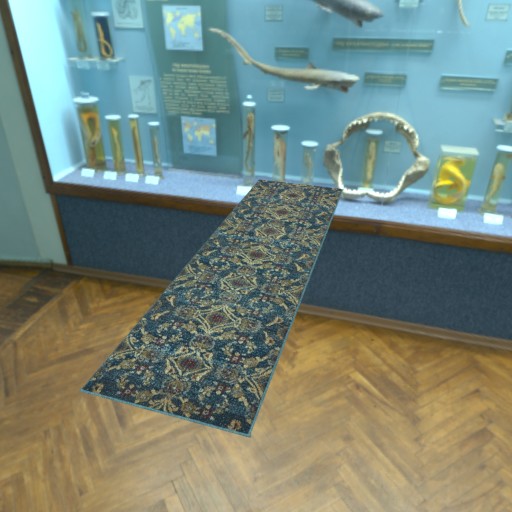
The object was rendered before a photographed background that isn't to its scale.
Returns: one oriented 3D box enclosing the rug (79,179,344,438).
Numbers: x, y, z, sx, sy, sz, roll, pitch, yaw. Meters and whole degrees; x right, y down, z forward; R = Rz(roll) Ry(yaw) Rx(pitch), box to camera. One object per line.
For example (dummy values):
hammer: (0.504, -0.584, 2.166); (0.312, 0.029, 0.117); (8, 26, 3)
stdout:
rug: (0.000, 0.000, 2.525); (0.685, 0.014, 2.292); (9, 32, 15)
